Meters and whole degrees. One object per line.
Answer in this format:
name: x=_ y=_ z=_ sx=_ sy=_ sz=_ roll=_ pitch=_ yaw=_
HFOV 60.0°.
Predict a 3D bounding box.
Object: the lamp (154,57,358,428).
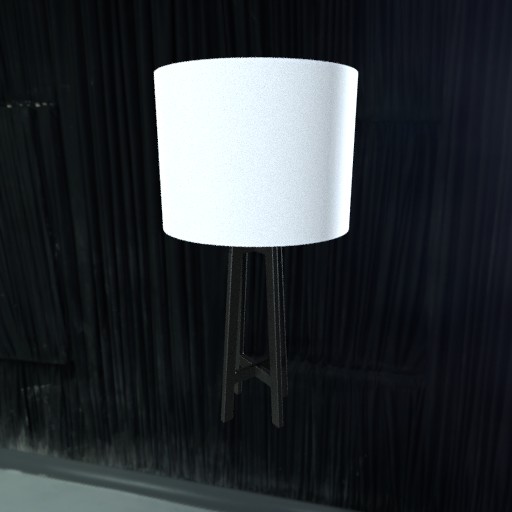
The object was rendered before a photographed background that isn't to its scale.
lamp: x=0.000 y=0.000 z=0.634 sx=0.257 sy=0.489 sz=0.257 roll=2 pitch=15 yaw=9
